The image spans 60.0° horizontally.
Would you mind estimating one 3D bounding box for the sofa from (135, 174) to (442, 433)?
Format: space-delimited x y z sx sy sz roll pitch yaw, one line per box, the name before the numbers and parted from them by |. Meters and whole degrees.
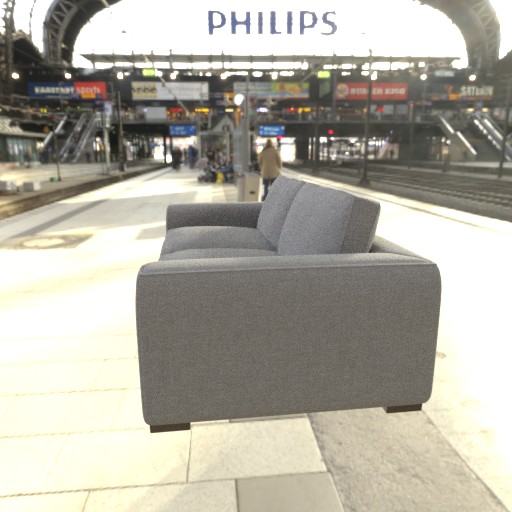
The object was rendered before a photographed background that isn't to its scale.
sofa | 0.000 0.000 2.392 1.069 0.800 1.920 -2 13 -8
